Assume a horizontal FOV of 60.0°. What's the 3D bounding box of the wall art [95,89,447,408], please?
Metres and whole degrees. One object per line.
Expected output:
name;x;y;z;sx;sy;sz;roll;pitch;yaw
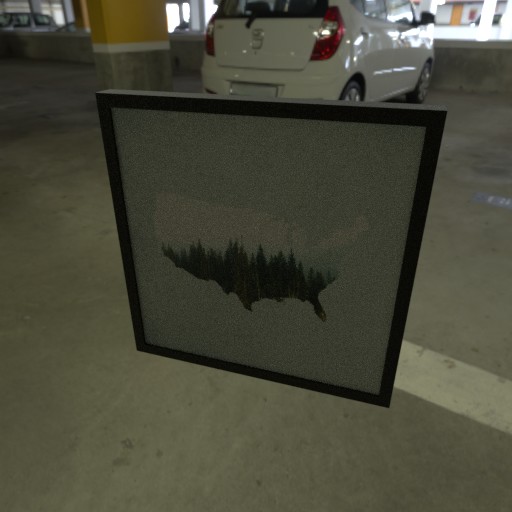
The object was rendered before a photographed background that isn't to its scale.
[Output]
wall art;0.000;0.000;0.751;0.509;0.509;0.040;9;29;16
